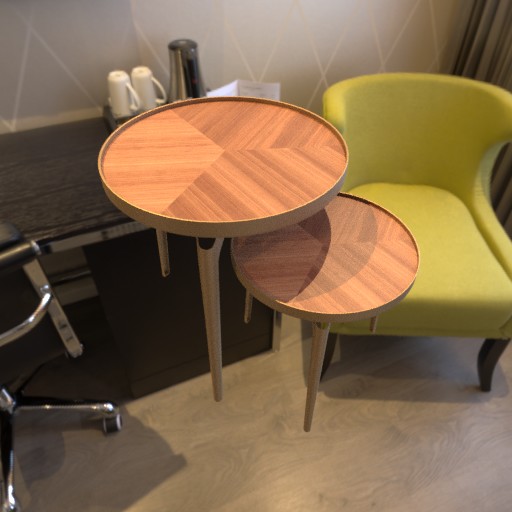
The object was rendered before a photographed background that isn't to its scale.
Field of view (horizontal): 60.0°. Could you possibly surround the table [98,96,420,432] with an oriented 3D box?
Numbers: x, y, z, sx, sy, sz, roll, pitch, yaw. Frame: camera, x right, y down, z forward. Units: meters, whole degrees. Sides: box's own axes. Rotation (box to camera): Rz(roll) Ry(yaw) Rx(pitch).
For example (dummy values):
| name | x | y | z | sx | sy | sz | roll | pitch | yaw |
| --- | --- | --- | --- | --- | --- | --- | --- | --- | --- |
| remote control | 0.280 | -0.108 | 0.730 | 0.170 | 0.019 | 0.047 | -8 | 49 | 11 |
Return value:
| name | x | y | z | sx | sy | sz | roll | pitch | yaw |
| --- | --- | --- | --- | --- | --- | --- | --- | --- | --- |
| table | 0.000 | 0.000 | 1.111 | 0.751 | 0.555 | 0.532 | 26 | 49 | 26 |
